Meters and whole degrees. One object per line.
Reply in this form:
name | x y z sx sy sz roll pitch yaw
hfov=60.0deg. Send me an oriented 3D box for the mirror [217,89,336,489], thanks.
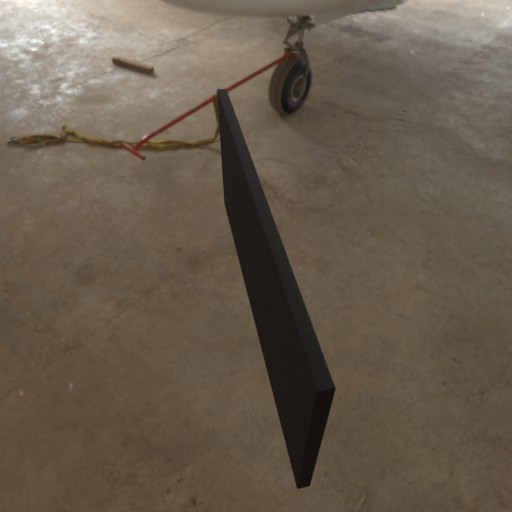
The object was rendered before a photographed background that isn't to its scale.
mirror | 0.000 0.000 1.816 0.047 0.692 1.584 -9 46 -8
